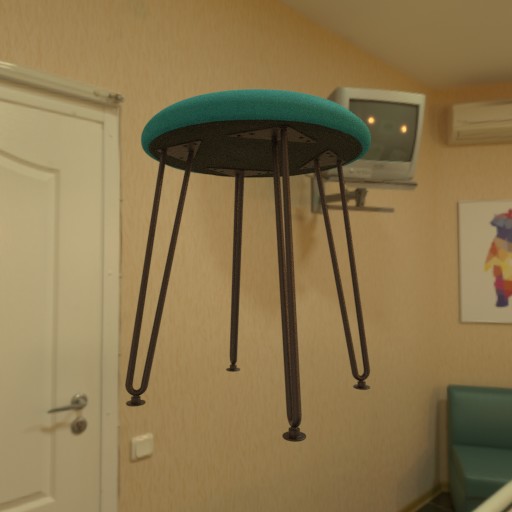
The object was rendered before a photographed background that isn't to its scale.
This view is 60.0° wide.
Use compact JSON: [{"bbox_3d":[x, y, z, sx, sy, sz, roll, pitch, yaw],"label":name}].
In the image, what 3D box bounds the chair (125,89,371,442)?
[{"bbox_3d":[0.000,0.000,0.691,0.350,0.430,0.350,-1,-2,19],"label":"chair"}]
